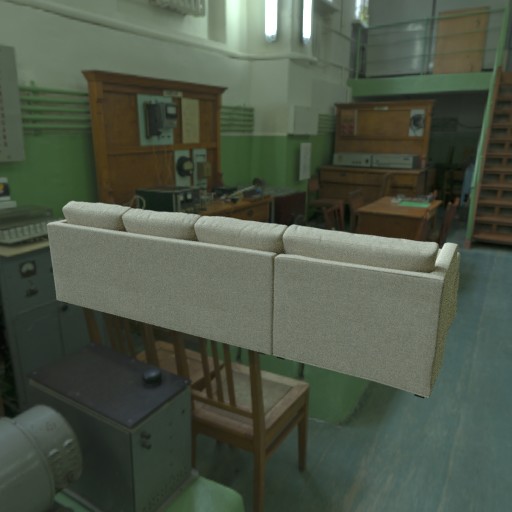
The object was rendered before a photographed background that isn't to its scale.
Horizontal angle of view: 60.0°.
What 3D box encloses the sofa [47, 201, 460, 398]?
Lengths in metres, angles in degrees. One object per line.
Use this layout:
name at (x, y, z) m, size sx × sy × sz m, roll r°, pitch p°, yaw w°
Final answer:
sofa at (0.000, 0.000, 3.830) m, size 3.205 × 0.922 × 1.650 m, roll 8°, pitch 18°, yaw 27°
